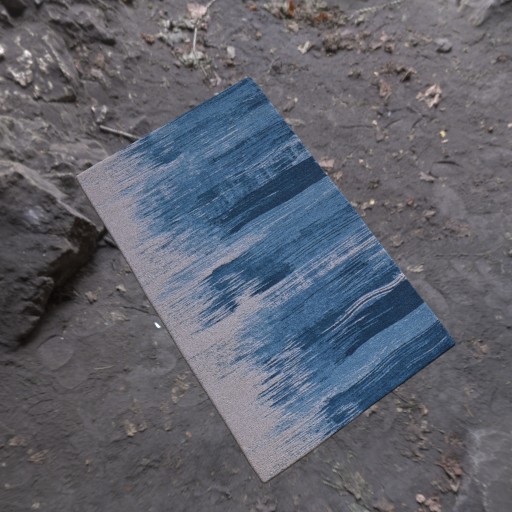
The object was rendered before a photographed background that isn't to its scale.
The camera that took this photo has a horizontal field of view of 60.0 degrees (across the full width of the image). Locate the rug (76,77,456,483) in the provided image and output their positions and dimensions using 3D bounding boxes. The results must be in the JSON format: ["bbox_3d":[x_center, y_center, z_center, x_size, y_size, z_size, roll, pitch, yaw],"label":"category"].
[{"bbox_3d":[0.000,0.000,3.045,1.540,0.027,2.450,-33,77,-8],"label":"rug"}]
